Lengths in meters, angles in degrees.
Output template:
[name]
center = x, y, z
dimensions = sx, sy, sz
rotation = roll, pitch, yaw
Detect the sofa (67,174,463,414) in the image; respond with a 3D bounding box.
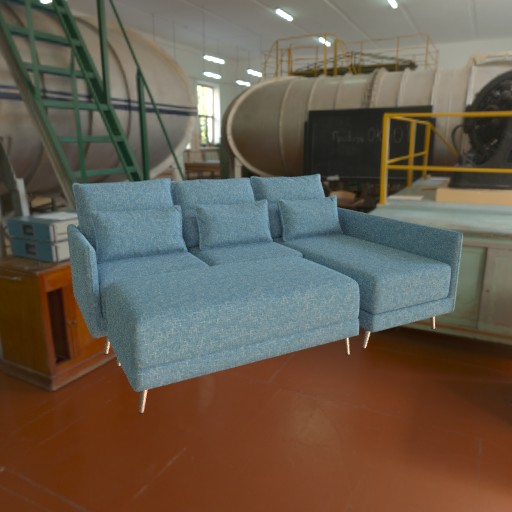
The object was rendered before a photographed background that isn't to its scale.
[sofa]
center = 0.000, 0.000, 2.777
dimensions = 2.034, 0.899, 1.420
rotation = -8, 16, -27
